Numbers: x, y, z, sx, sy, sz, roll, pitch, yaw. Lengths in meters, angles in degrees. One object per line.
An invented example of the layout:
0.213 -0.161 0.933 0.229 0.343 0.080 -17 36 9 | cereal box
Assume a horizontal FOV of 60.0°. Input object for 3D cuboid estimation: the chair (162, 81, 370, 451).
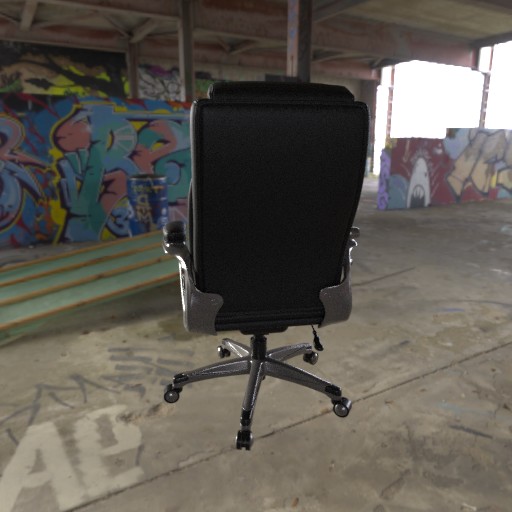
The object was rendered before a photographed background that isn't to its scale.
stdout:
0.000 0.000 1.682 0.741 1.167 0.784 -2 14 -10 | chair
